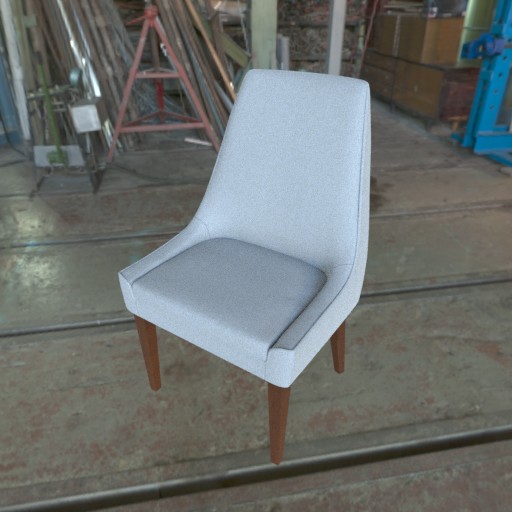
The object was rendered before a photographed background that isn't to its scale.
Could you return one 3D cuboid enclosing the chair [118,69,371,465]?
[{"bbox_3d":[0.000,0.000,1.191,0.529,0.861,0.544,19,36,29],"label":"chair"}]
